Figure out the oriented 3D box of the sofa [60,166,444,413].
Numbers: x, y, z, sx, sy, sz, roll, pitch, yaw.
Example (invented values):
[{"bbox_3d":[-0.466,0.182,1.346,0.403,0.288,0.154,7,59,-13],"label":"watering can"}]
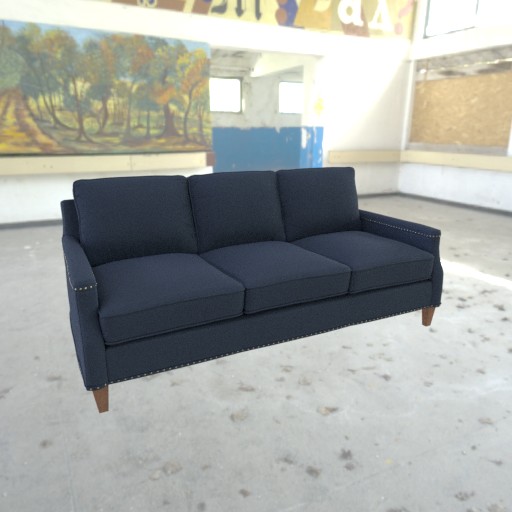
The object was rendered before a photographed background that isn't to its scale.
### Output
[{"bbox_3d":[0.000,0.000,2.820,2.246,1.003,1.084,-8,18,-25],"label":"sofa"}]
